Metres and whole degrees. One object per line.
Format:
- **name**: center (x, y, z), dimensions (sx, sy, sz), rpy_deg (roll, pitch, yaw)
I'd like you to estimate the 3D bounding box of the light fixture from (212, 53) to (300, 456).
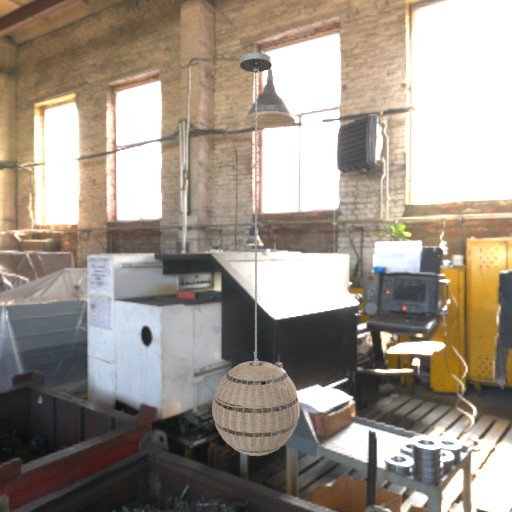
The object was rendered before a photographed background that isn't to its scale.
- **light fixture**: center (0.000, 0.000, 2.296), dimensions (0.457, 2.019, 0.457), rpy_deg (0, 1, -2)
